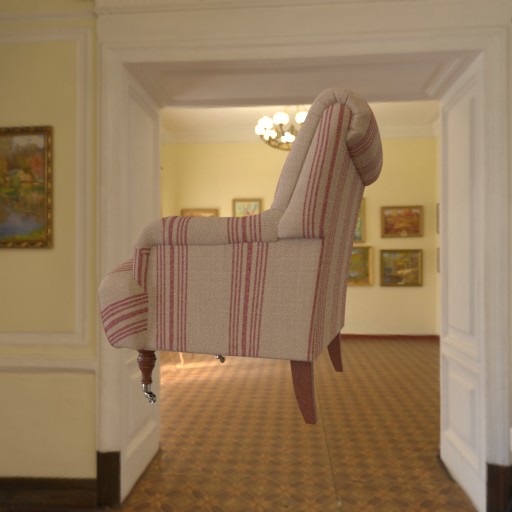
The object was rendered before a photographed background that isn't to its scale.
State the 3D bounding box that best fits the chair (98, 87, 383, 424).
[{"bbox_3d":[0.000,0.000,1.935,1.058,1.123,0.933,0,-1,18],"label":"chair"}]
